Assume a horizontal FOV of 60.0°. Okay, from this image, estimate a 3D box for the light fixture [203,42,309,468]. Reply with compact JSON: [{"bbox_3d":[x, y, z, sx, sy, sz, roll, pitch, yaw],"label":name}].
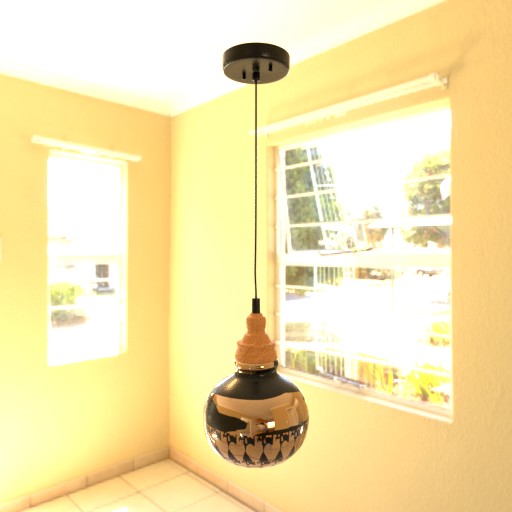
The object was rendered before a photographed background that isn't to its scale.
[{"bbox_3d":[0.000,0.000,1.805,0.430,1.606,0.430,0,0,37],"label":"light fixture"}]
